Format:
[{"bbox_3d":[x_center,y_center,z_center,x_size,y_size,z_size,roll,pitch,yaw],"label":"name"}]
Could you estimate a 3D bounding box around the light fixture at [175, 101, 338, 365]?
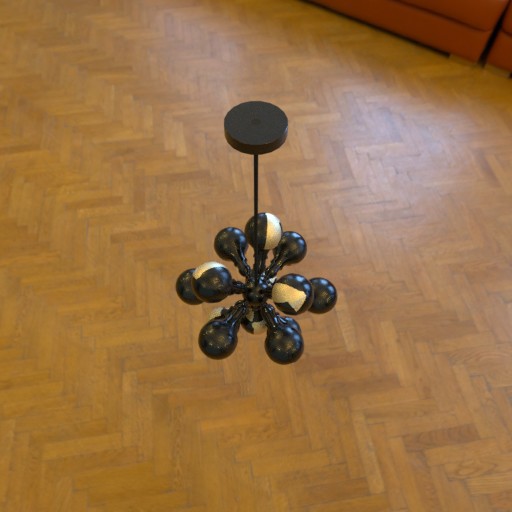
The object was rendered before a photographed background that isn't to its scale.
[{"bbox_3d":[0.000,0.000,1.121,0.420,0.859,0.468,31,63,18],"label":"light fixture"}]
